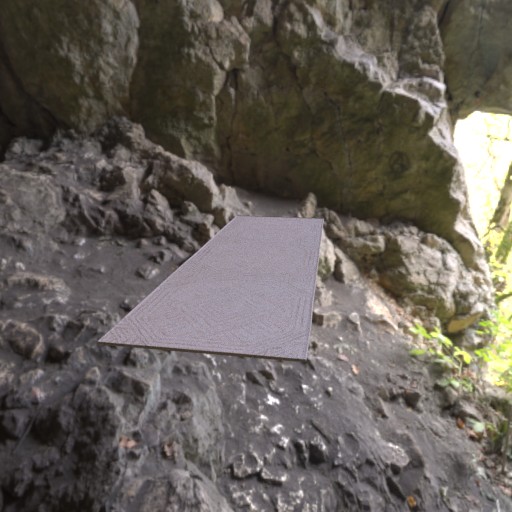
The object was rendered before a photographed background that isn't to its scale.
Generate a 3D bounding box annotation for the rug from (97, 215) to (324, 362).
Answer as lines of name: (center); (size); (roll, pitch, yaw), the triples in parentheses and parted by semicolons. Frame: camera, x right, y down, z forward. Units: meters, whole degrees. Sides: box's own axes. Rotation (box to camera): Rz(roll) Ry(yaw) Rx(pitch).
rug: (0.000, 0.000, 2.726); (0.775, 0.012, 2.452); (3, 17, 9)
